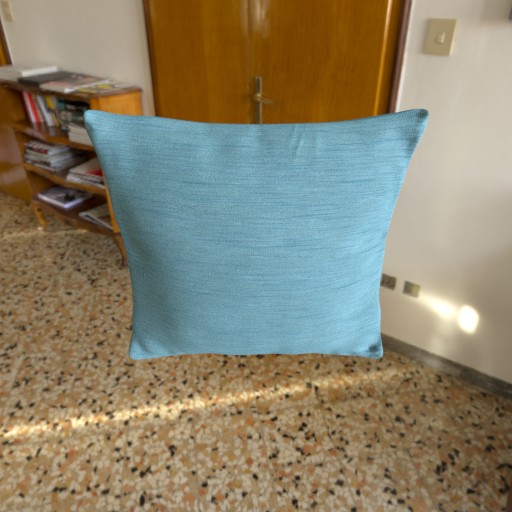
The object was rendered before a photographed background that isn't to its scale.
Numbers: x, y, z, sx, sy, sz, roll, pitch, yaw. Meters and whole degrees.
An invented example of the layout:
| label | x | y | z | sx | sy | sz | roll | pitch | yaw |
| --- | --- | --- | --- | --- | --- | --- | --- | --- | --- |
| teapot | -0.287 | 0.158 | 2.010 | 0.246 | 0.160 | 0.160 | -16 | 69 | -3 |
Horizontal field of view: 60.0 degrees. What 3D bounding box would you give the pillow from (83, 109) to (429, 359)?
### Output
| label | x | y | z | sx | sy | sz | roll | pitch | yaw |
| --- | --- | --- | --- | --- | --- | --- | --- | --- | --- |
| pillow | 0.000 | 0.000 | 0.647 | 0.433 | 0.415 | 0.151 | 0 | 30 | 0 |
